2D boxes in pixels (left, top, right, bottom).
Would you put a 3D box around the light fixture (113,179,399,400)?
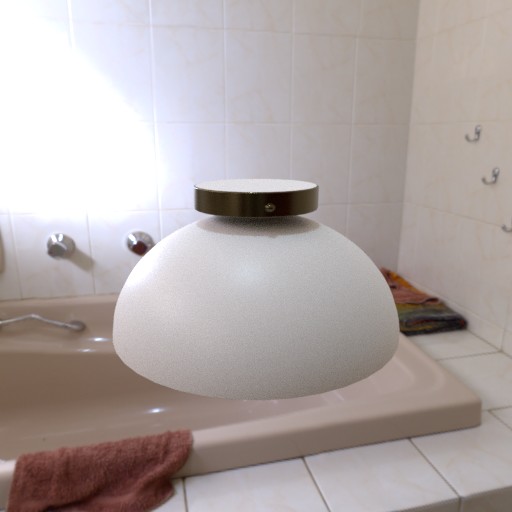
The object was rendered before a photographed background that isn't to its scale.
[{"bbox_3d":[0.000,0.000,0.552,0.355,0.177,0.355,0,15,0],"label":"light fixture"}]
